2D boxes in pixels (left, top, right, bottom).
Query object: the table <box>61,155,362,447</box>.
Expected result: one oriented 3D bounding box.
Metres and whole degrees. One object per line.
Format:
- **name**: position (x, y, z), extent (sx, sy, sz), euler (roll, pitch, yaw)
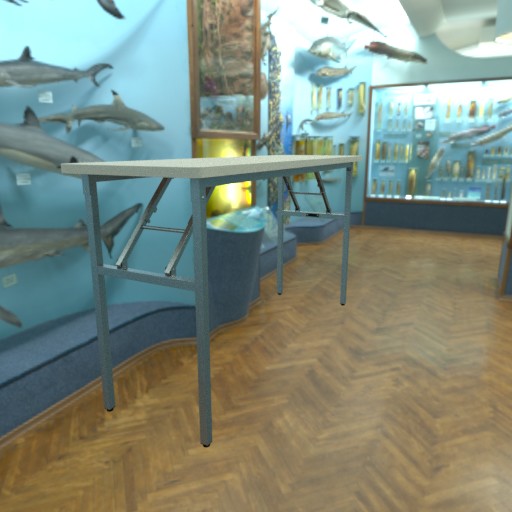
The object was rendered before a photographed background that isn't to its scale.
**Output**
- **table**: position (0.000, 0.000, 1.745), extent (0.446, 0.750, 1.397), euler (7, 16, 27)
